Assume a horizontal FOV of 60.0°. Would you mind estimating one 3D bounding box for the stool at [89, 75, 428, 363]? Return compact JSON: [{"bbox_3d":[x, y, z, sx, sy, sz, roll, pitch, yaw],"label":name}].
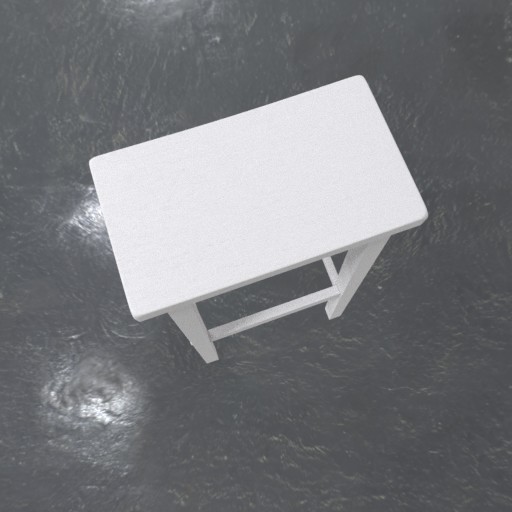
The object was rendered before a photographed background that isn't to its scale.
[{"bbox_3d":[0.000,0.000,0.950,0.406,0.742,0.322,-19,76,-5],"label":"stool"}]
